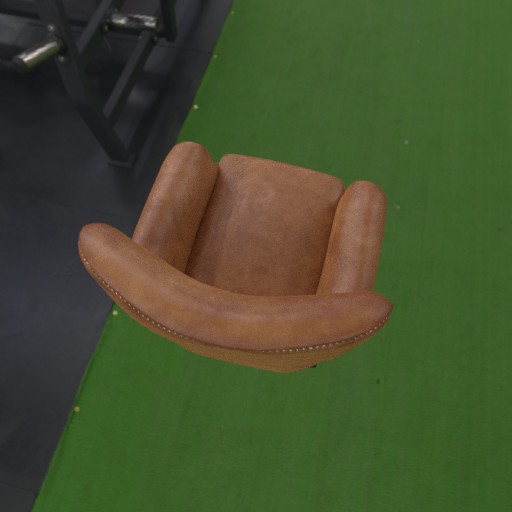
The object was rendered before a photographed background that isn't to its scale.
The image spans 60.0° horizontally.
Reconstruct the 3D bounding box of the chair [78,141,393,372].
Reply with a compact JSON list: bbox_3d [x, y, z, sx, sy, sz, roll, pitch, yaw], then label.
[{"bbox_3d":[0.000,0.000,1.648,0.861,0.936,0.921,14,65,7],"label":"chair"}]
